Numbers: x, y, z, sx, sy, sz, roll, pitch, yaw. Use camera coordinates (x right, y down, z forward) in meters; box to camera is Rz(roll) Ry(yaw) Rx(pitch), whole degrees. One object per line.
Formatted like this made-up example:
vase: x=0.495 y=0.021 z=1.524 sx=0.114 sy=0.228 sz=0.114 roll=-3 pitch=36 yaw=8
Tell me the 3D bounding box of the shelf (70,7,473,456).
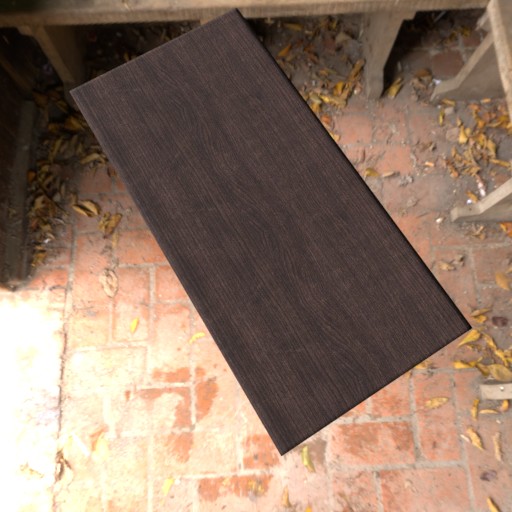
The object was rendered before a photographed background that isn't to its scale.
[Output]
shelf: x=0.000 y=0.000 z=1.203 sx=0.390 sy=0.786 sz=0.790 roll=-31 pitch=77 yaw=-8
